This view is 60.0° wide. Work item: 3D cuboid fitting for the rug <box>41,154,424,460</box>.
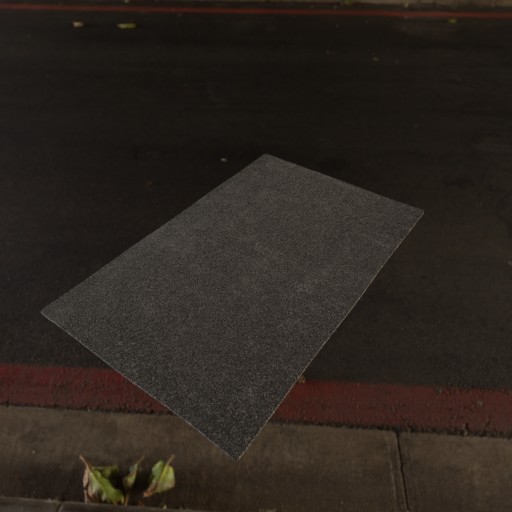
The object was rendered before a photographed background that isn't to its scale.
[{"bbox_3d":[0.000,0.000,3.038,1.502,0.025,2.350,26,48,26],"label":"rug"}]
